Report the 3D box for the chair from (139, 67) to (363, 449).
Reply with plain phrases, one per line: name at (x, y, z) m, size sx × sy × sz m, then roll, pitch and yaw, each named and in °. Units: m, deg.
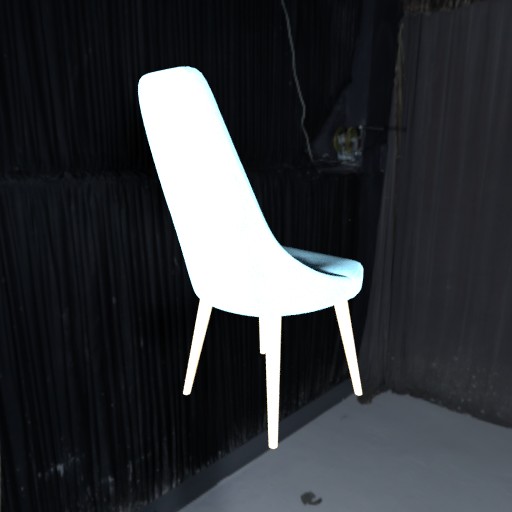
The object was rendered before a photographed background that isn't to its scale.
chair at (0.000, 0.000, 1.417) m, size 0.510 × 1.040 × 0.660 m, roll 13°, pitch 19°, yaw 43°
